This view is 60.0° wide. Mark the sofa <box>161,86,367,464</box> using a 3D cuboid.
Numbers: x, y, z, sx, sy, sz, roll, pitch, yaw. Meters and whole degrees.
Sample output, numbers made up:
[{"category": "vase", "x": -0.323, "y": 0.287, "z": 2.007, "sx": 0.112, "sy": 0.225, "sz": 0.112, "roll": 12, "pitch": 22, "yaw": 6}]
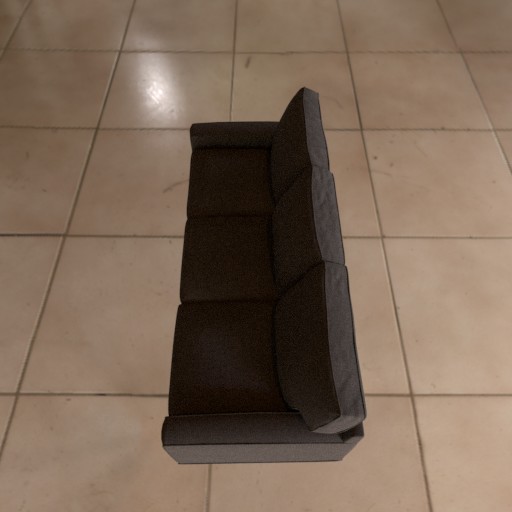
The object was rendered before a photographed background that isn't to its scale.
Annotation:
[{"category": "sofa", "x": 0.000, "y": 0.000, "z": 2.913, "sx": 1.004, "sy": 0.978, "sz": 2.369, "roll": -1, "pitch": 57, "yaw": -1}]
